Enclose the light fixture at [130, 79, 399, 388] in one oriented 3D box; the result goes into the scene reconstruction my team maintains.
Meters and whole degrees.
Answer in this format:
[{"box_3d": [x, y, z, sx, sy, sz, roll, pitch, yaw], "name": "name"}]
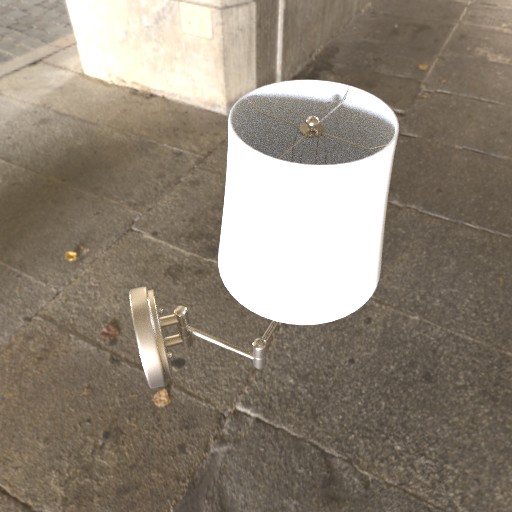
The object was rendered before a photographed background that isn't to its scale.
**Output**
[{"box_3d": [0.000, 0.000, 0.588, 0.348, 0.381, 0.223, -13, 48, -12], "name": "light fixture"}]
